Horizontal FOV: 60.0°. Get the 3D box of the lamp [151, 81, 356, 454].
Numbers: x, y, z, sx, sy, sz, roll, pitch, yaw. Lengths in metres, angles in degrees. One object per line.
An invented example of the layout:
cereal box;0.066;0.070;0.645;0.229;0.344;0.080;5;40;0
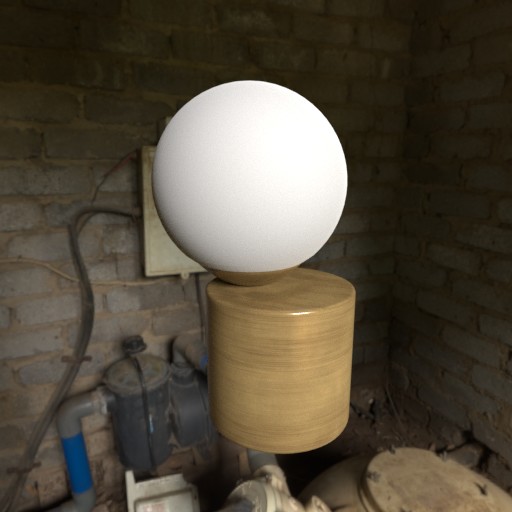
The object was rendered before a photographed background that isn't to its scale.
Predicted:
lamp;0.000;0.000;0.338;0.152;0.250;0.141;7;15;26
